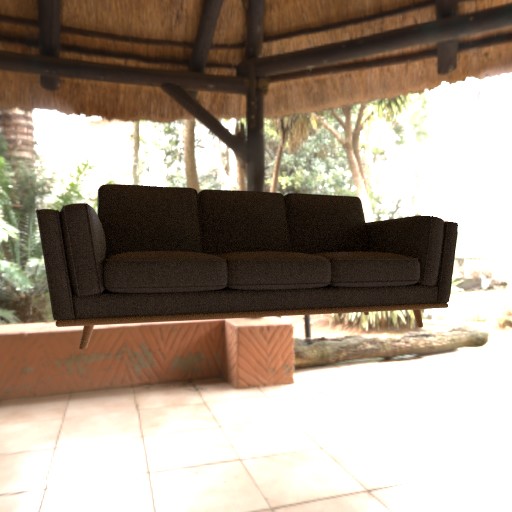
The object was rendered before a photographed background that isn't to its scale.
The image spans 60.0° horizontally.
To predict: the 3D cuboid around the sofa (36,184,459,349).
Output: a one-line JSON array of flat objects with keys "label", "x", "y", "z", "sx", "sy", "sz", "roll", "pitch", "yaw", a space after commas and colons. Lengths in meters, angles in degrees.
[{"label": "sofa", "x": 0.000, "y": 0.000, "z": 2.755, "sx": 2.362, "sy": 0.899, "sz": 0.903, "roll": 0, "pitch": 0, "yaw": -19}]
